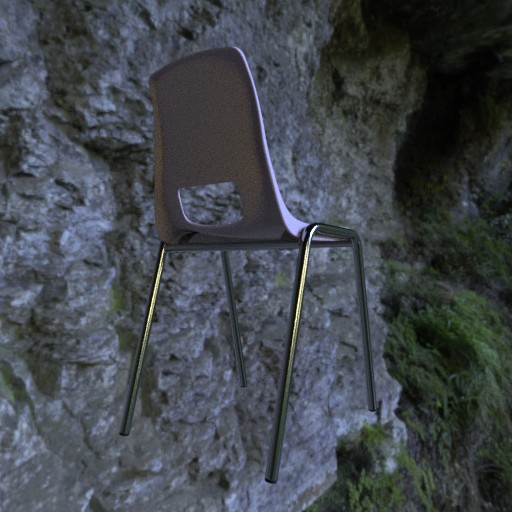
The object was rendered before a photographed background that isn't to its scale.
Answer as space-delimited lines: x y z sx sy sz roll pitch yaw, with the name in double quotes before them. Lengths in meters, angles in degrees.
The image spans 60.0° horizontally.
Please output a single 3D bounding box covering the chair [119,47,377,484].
"chair" 0.000 0.000 0.947 0.381 0.704 0.436 -1 -2 34
